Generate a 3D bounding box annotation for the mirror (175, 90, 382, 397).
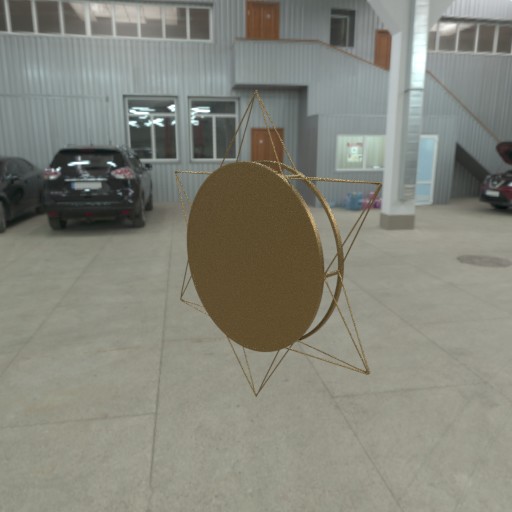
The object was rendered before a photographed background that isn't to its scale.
[{"bbox_3d":[0.000,0.000,0.823,0.062,0.581,0.498,-13,19,-43],"label":"mirror"}]
